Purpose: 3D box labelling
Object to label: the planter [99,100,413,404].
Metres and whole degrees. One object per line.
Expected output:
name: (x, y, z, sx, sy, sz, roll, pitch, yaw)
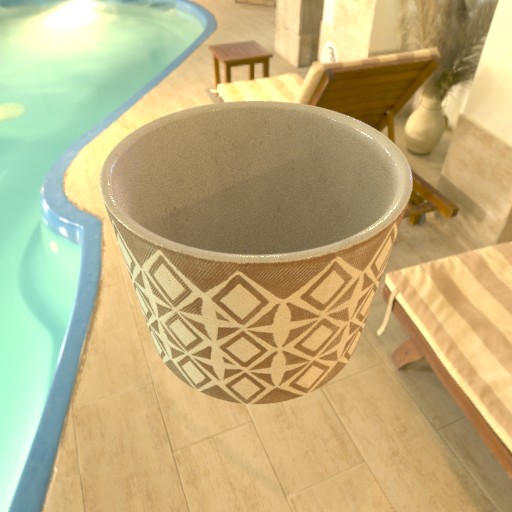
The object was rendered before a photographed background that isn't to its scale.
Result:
planter: (0.000, 0.000, 0.452, 0.260, 0.220, 0.260, 0, 41, 0)
